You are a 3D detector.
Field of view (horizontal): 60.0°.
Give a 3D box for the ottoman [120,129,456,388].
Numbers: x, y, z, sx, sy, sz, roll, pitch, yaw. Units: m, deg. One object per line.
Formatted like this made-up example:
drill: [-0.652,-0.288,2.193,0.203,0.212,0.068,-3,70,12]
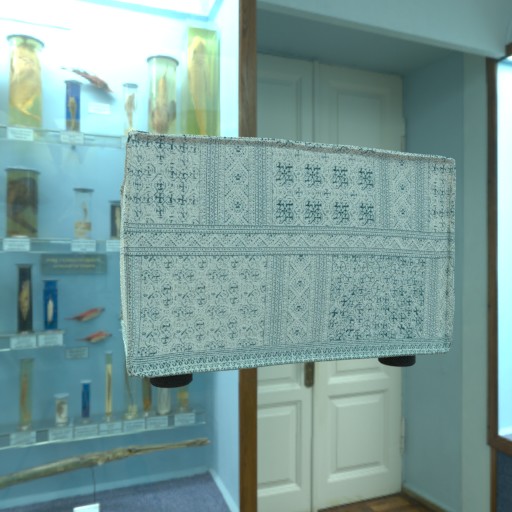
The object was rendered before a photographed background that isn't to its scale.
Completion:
ottoman: [0.000,0.000,1.048,0.617,0.439,0.626,0,0,-18]
